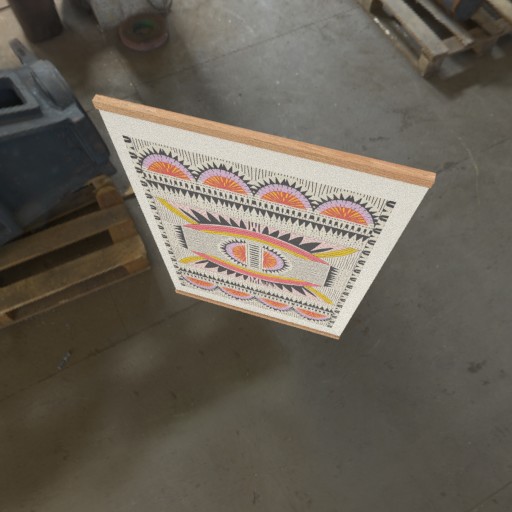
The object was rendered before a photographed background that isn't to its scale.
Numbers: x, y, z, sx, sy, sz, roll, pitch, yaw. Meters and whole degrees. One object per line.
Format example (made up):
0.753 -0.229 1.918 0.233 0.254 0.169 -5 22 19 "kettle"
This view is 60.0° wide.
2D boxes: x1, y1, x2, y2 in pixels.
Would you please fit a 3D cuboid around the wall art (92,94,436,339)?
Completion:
0.000 0.000 1.933 0.999 1.533 0.028 15 65 7 "wall art"
